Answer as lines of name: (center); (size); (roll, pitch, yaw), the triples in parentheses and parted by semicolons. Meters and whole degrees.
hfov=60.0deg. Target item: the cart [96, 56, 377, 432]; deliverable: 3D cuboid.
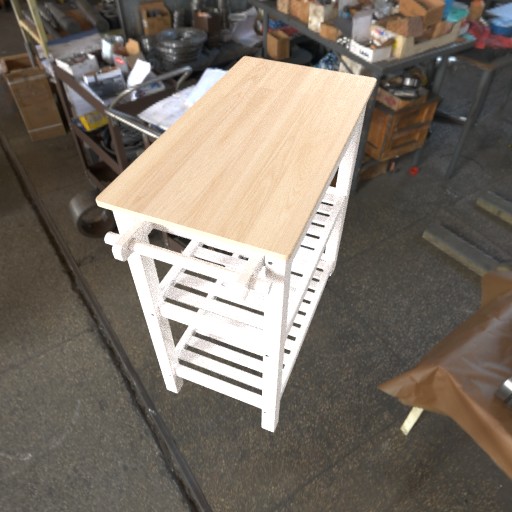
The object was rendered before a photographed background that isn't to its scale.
cart: (0.000, 0.000, 1.499); (0.457, 0.927, 0.899); (17, 48, 15)
